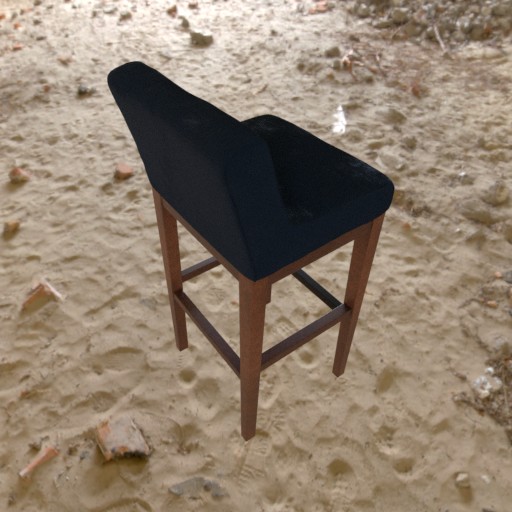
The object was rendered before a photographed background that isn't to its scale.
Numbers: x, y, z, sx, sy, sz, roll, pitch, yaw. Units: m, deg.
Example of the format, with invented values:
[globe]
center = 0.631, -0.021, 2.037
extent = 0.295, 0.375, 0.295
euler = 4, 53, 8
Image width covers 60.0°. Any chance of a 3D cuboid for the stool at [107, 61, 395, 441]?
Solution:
[stool]
center = 0.000, 0.000, 1.287
extent = 0.500, 1.037, 0.511
euler = -26, 47, -26
